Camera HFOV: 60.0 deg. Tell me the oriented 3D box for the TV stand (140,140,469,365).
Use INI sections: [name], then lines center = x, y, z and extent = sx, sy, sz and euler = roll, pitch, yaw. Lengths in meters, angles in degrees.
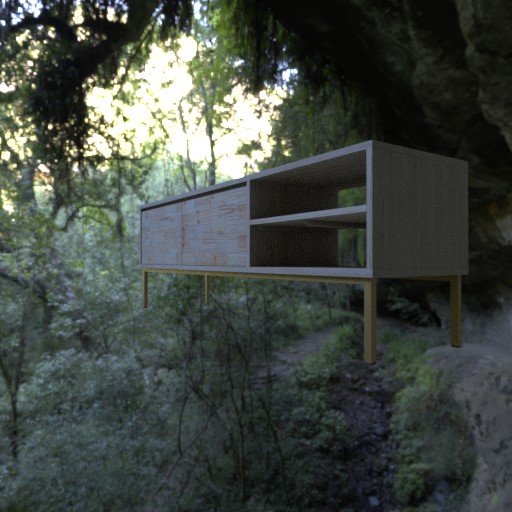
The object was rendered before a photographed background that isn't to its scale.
[TV stand]
center = 0.000, 0.000, 1.848
extent = 0.420, 0.550, 1.600
euler = 0, -1, -35
